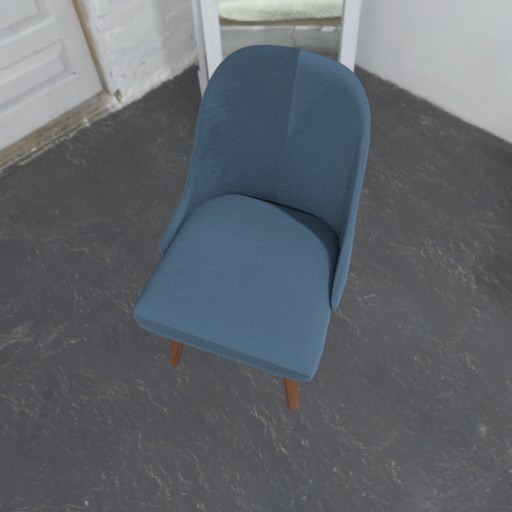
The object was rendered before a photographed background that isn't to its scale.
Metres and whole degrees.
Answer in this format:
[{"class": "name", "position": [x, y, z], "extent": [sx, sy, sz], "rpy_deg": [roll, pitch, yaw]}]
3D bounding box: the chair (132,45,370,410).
[{"class": "chair", "position": [0.000, 0.000, 1.224], "extent": [0.503, 0.882, 0.589], "rpy_deg": [17, 60, 10]}]
